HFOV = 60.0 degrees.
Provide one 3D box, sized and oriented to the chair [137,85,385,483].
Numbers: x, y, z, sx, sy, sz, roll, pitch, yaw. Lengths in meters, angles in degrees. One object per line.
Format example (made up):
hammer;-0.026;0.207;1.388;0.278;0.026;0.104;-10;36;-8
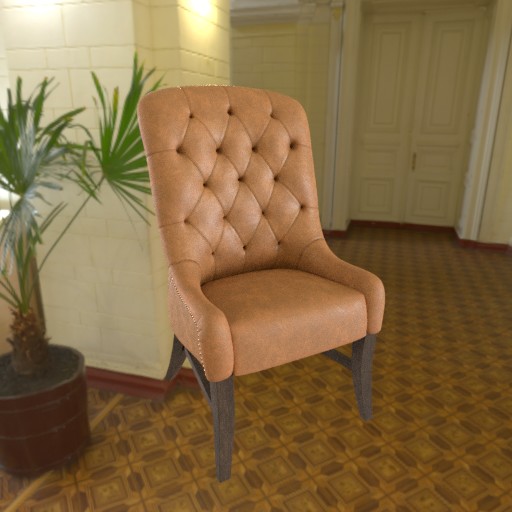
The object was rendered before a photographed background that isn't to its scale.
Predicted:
chair;0.000;0.000;1.481;0.634;1.091;0.629;-10;21;-27
